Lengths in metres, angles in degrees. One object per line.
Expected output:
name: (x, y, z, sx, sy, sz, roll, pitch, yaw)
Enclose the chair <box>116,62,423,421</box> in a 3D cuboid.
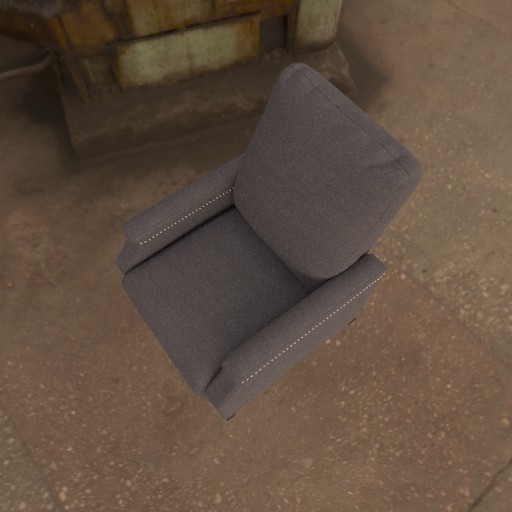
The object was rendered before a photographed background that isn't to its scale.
chair: (0.000, 0.000, 1.649, 0.922, 1.049, 0.710, -34, 69, -16)
